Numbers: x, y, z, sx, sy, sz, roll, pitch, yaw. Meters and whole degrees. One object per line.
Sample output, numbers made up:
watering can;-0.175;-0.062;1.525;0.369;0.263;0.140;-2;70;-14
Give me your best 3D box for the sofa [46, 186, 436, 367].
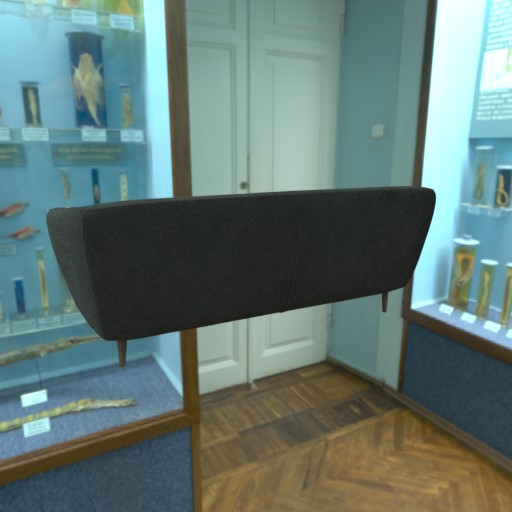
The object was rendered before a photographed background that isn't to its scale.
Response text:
sofa;0.000;0.000;2.751;2.296;0.875;0.956;-7;15;-26
